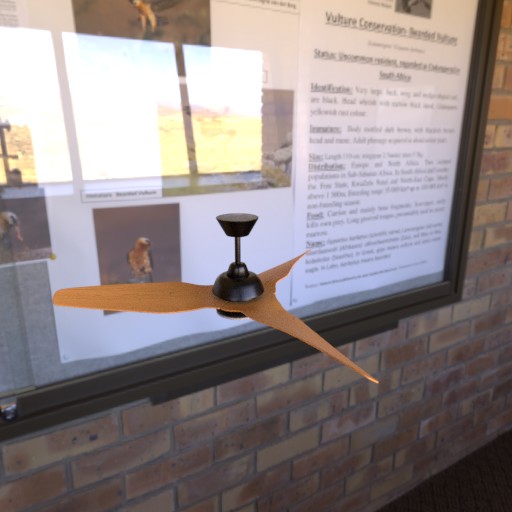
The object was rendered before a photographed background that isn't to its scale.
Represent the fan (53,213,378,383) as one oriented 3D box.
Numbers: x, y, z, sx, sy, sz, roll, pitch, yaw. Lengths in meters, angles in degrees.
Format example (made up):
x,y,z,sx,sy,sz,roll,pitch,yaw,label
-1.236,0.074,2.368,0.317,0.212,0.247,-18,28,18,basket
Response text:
x,y,z,sx,sy,sz,roll,pitch,yaw,label
0.000,0.000,1.685,1.142,0.355,1.010,8,18,26,fan
